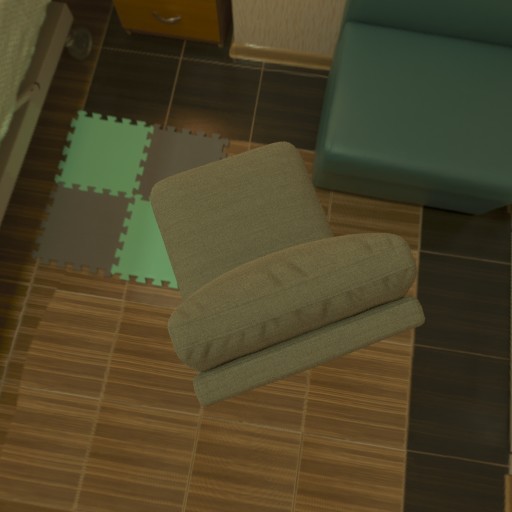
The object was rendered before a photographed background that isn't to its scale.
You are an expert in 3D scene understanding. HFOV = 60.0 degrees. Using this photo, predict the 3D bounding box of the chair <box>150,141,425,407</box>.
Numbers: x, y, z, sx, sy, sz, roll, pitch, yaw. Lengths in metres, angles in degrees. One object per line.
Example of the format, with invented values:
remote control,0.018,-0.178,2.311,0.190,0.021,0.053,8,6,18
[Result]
chair,0.000,0.000,1.315,0.503,0.927,0.698,-19,75,-5
